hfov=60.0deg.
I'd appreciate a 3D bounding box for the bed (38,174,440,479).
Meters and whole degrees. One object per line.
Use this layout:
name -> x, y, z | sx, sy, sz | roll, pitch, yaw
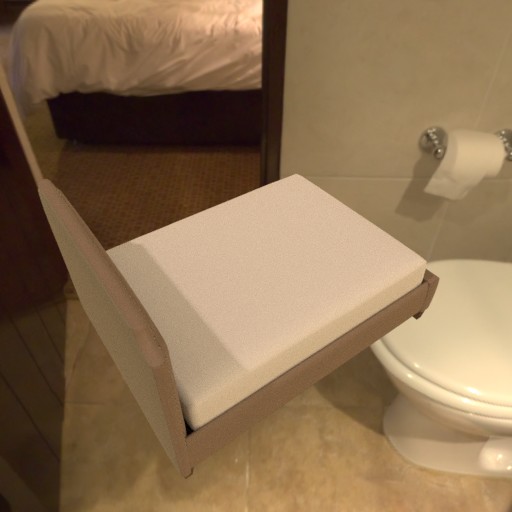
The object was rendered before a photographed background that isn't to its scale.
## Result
bed -> 0.000, 0.000, 3.293 | 2.372, 1.443, 1.713 | -26, 48, -26
